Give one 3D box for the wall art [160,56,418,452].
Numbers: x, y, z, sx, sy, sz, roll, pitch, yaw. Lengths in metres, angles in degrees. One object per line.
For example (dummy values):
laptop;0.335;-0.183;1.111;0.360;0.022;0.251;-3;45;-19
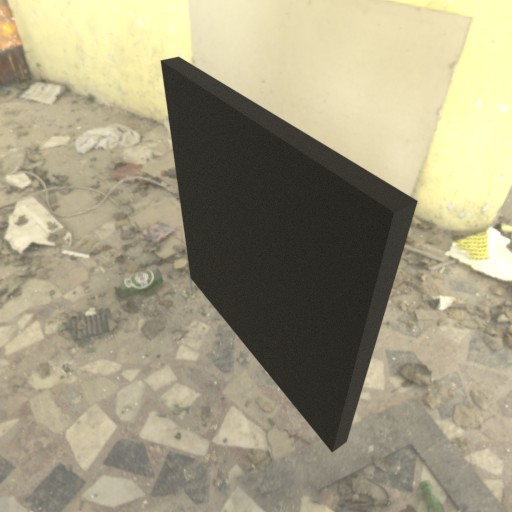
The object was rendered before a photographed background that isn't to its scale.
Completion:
wall art;0.000;0.000;0.679;0.030;0.458;0.462;-24;47;-25
